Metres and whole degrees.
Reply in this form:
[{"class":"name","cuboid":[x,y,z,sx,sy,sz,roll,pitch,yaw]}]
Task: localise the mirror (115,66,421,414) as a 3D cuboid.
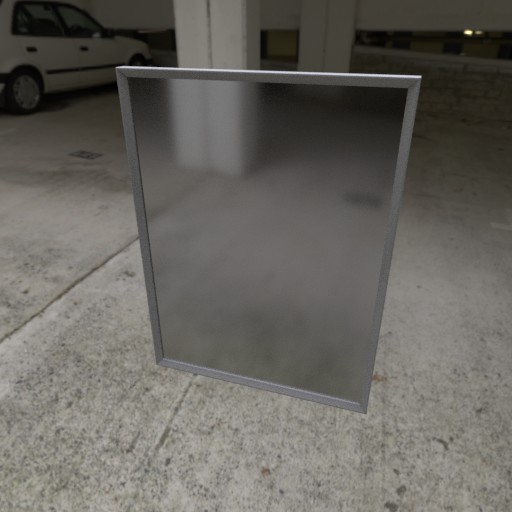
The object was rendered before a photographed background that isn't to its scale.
[{"class":"mirror","cuboid":[0.000,0.000,1.314,0.762,1.016,0.041,9,29,16]}]
